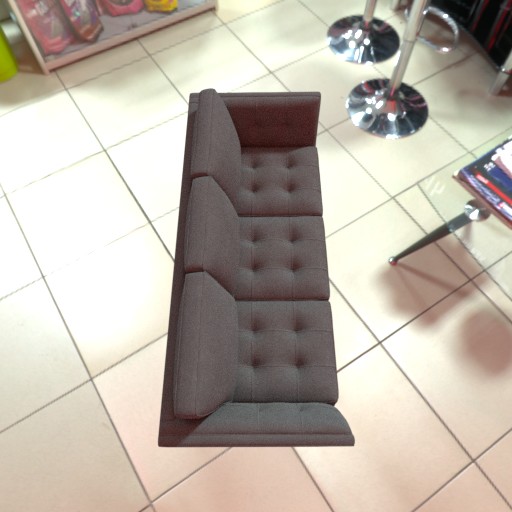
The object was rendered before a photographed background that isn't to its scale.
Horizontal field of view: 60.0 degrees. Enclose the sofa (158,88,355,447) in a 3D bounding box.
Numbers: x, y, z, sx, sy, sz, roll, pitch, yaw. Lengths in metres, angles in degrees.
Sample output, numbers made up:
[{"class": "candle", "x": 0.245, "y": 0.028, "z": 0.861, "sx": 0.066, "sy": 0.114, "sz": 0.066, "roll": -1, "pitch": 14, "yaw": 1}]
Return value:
[{"class": "sofa", "x": 0.000, "y": 0.000, "z": 2.957, "sx": 0.965, "sy": 0.940, "sz": 2.387, "roll": 0, "pitch": 63, "yaw": 0}]
